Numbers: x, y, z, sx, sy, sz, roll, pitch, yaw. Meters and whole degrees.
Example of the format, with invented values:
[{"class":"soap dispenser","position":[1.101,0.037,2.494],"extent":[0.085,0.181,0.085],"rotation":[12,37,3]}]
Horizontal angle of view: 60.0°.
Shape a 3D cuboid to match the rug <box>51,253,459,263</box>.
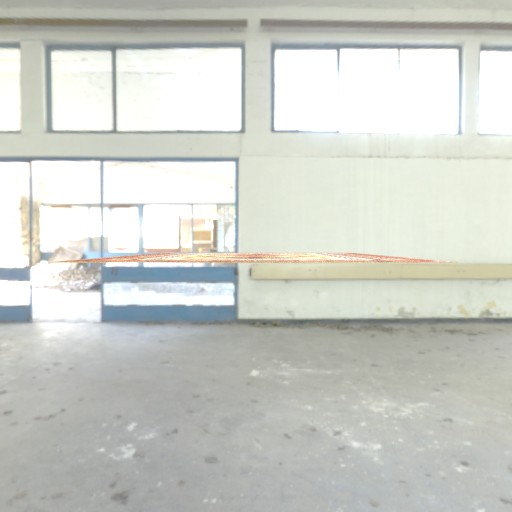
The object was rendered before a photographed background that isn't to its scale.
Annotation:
[{"class":"rug","position":[0.000,0.000,4.168],"extent":[2.460,0.005,3.067],"rotation":[0,1,1]}]
